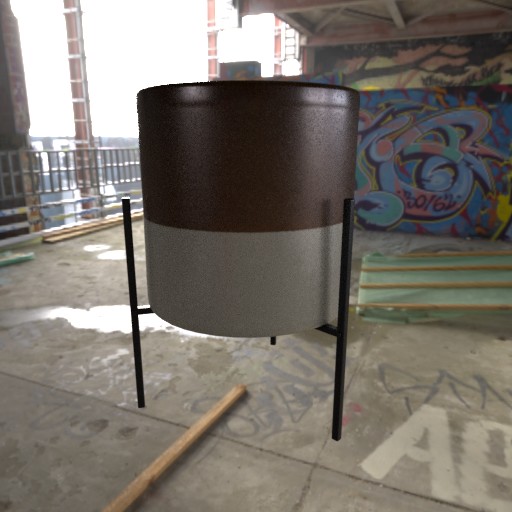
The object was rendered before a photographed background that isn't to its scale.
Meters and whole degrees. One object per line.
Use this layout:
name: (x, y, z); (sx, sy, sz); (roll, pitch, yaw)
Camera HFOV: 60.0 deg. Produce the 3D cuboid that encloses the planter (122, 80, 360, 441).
planter: (0.000, 0.000, 0.540); (0.269, 0.375, 0.255); (14, 20, 42)
